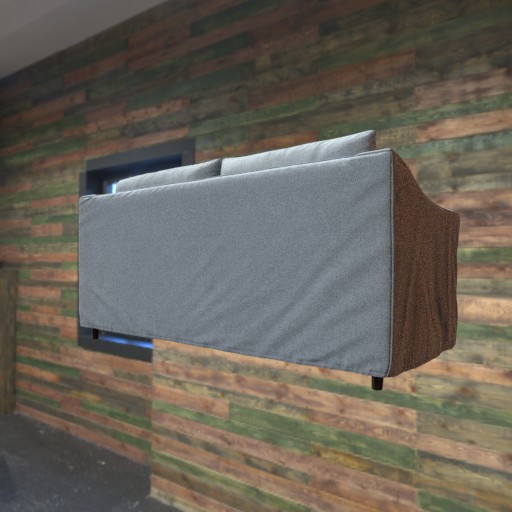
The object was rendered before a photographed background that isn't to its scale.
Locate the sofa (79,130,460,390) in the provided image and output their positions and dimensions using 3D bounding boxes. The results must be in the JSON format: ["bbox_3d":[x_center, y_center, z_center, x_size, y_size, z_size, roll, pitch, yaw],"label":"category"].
[{"bbox_3d":[0.000,0.000,2.569,2.010,1.018,1.072,-1,-1,37],"label":"sofa"}]
